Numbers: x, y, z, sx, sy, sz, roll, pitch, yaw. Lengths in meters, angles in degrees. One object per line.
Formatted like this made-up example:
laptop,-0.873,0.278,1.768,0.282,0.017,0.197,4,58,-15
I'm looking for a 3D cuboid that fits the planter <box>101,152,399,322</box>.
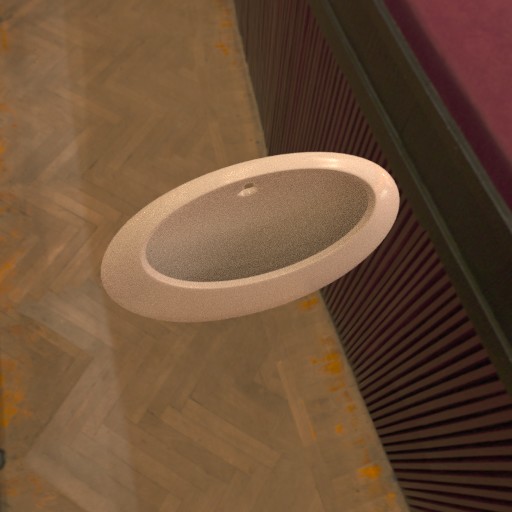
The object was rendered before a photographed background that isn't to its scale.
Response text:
planter,0.000,0.000,0.278,0.185,0.188,0.043,-14,66,-7
